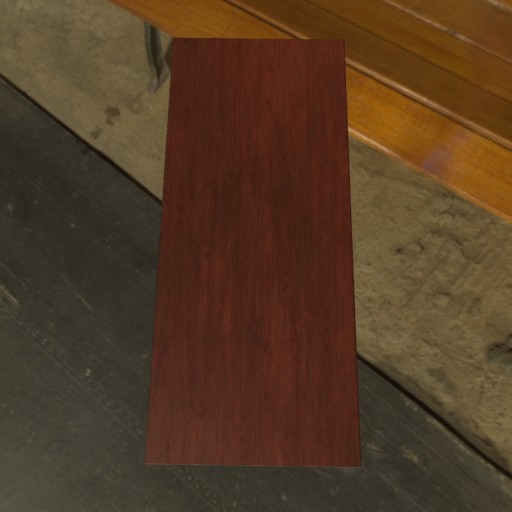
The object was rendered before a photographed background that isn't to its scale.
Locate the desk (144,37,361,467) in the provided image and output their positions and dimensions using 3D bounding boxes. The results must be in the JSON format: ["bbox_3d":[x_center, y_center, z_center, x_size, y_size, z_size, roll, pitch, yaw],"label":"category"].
[{"bbox_3d":[0.000,0.000,1.748,0.600,0.761,1.372,1,76,0],"label":"desk"}]
